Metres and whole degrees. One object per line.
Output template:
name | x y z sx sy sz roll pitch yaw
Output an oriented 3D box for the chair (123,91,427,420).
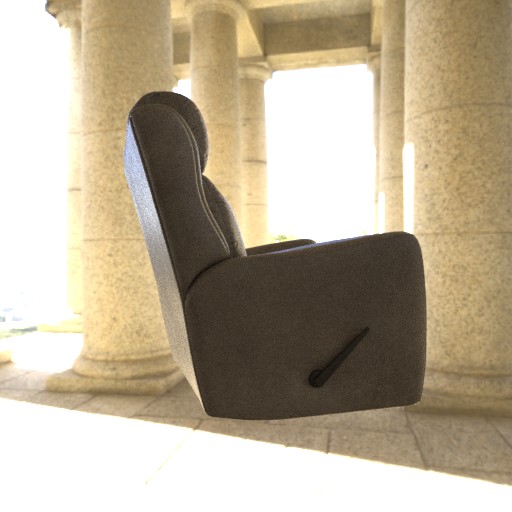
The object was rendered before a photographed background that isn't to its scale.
chair | 0.000 0.000 1.877 1.068 1.116 0.967 0 0 -18
